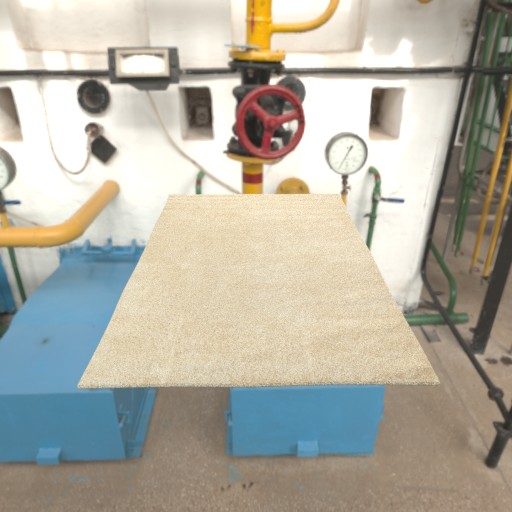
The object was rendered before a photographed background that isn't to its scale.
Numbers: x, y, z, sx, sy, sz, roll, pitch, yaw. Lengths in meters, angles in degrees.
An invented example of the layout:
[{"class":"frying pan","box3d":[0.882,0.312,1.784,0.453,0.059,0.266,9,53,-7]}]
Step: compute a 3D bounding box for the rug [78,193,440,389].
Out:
[{"class":"rug","box3d":[0.000,0.000,2.878,1.500,0.025,2.346,0,27,-1]}]
